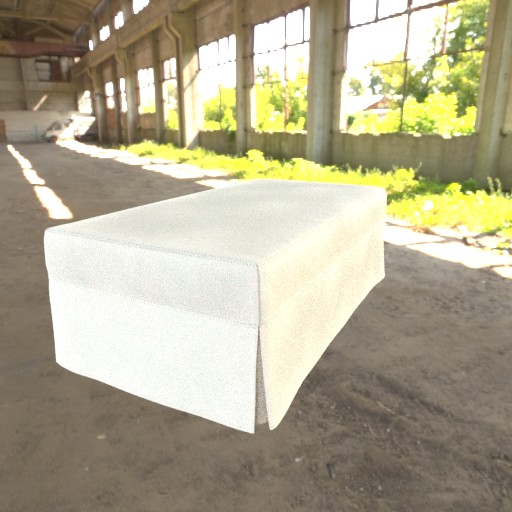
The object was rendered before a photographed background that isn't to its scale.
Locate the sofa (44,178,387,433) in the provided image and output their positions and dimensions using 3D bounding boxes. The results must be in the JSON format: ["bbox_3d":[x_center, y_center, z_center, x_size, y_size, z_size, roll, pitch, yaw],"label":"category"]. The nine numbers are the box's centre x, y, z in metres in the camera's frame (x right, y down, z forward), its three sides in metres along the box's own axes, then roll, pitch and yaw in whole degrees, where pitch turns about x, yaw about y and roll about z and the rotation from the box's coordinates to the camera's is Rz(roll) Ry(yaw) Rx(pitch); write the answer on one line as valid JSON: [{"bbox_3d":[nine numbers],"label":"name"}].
[{"bbox_3d":[0.000,0.000,2.123,0.939,0.552,1.677,9,19,26],"label":"sofa"}]
